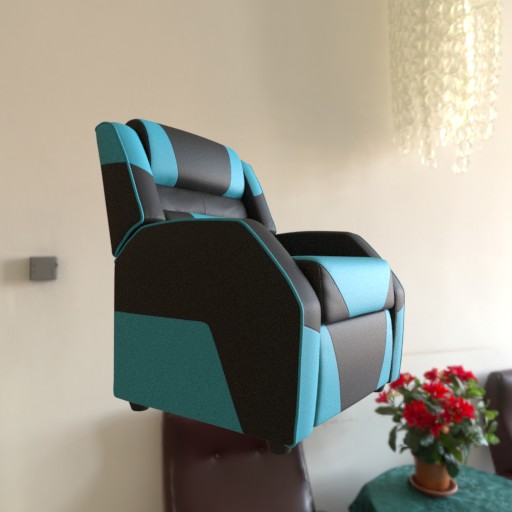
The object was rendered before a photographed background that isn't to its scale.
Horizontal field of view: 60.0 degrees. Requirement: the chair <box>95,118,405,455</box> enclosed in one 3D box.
[{"bbox_3d":[0.000,0.000,1.269,0.672,0.805,0.620,-1,-1,36],"label":"chair"}]
